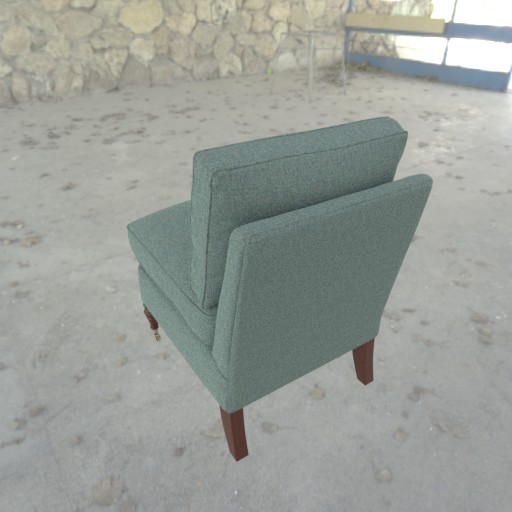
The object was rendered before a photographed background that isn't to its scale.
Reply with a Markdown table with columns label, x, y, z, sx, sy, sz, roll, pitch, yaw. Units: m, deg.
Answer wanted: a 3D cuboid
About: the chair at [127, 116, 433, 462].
| label | x | y | z | sx | sy | sz | roll | pitch | yaw |
| --- | --- | --- | --- | --- | --- | --- | --- | --- | --- |
| chair | 0.000 | 0.000 | 1.443 | 0.624 | 0.901 | 0.796 | -19 | 35 | -29 |
